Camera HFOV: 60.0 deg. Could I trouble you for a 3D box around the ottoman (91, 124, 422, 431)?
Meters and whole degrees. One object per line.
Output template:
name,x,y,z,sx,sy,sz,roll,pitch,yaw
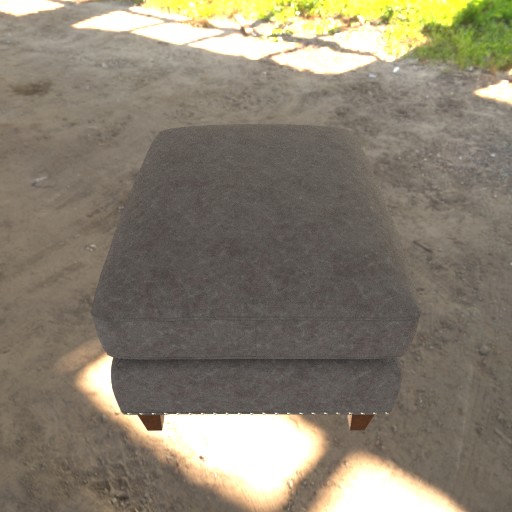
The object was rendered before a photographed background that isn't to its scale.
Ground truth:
ottoman,0.000,0.000,1.135,0.584,0.513,0.741,0,40,0
